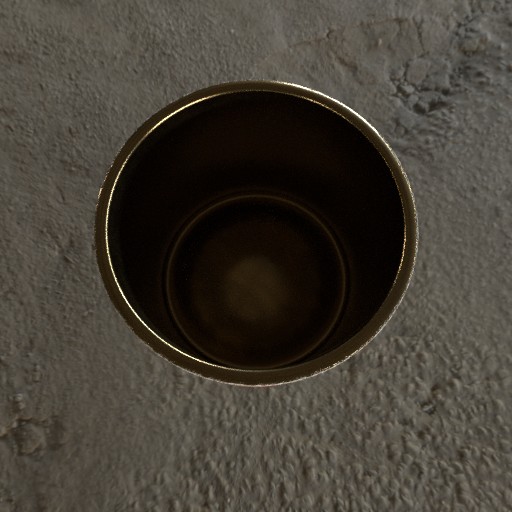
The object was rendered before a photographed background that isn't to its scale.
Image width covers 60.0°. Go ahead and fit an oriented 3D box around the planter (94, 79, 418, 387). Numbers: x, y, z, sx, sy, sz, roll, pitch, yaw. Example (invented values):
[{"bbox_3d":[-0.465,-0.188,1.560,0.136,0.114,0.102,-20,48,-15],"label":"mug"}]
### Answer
[{"bbox_3d":[0.000,0.000,0.445,0.254,0.221,0.254,0,74,0],"label":"planter"}]
